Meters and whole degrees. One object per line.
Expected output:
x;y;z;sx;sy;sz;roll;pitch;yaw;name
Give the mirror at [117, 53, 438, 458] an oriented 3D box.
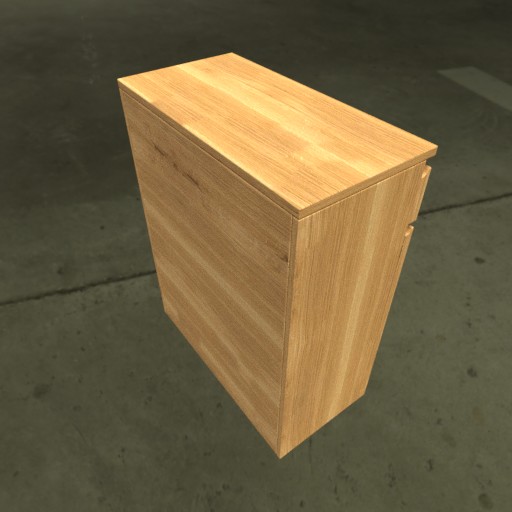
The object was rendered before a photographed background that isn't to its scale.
0.000;0.000;1.451;0.400;1.000;0.800;-26;48;-27;mirror
